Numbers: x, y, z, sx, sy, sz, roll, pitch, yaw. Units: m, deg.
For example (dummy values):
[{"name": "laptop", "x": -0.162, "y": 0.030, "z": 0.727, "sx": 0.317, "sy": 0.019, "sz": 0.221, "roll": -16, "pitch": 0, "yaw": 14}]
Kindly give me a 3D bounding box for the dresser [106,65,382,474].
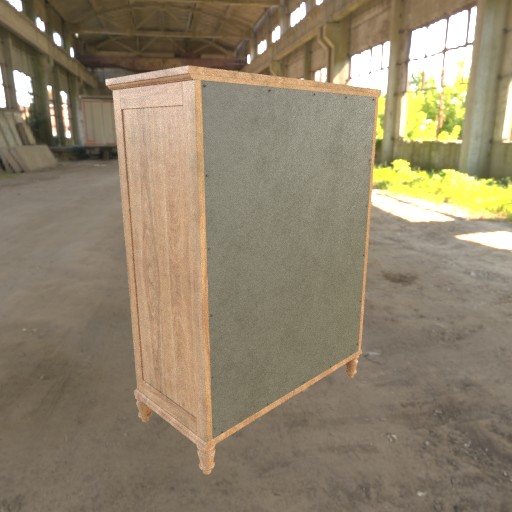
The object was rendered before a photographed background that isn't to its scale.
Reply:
[{"name": "dresser", "x": 0.000, "y": 0.000, "z": 1.824, "sx": 0.973, "sy": 1.318, "sz": 0.484, "roll": -15, "pitch": 22, "yaw": -43}]
